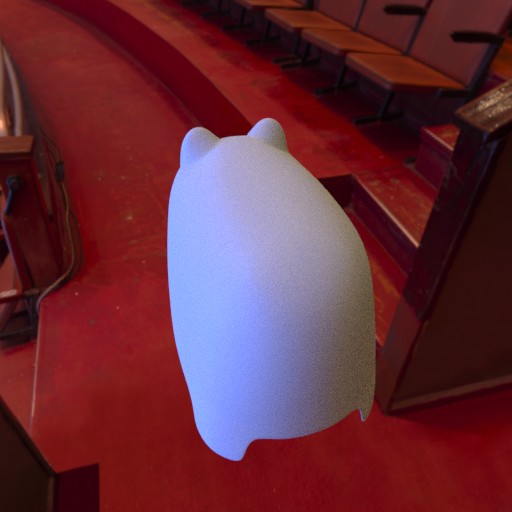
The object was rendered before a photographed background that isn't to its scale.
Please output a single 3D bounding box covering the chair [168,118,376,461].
[{"bbox_3d":[0.000,0.000,0.865,0.364,0.423,0.619,-12,42,-13],"label":"chair"}]
